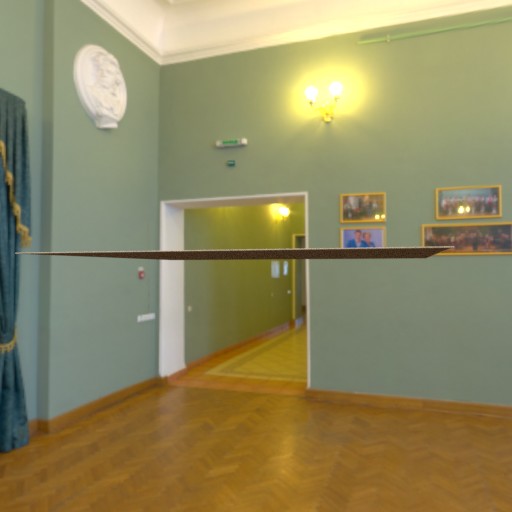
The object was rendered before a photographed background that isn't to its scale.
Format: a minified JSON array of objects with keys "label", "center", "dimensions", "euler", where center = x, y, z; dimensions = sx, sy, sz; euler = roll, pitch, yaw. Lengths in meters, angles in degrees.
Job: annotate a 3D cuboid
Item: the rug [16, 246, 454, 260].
[{"label":"rug","center":[0.000,0.000,4.027],"dimensions":[3.045,0.008,2.421],"euler":[-1,-2,18]}]
